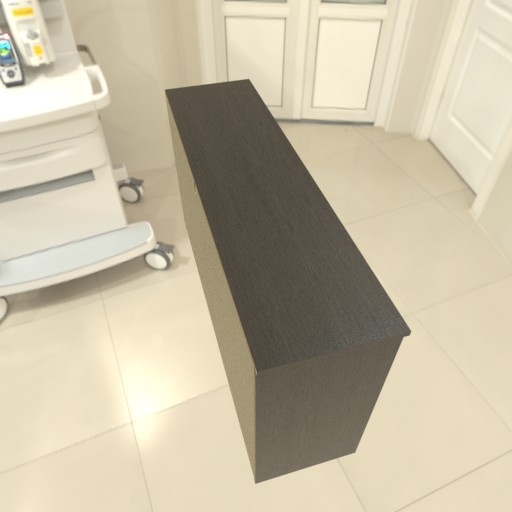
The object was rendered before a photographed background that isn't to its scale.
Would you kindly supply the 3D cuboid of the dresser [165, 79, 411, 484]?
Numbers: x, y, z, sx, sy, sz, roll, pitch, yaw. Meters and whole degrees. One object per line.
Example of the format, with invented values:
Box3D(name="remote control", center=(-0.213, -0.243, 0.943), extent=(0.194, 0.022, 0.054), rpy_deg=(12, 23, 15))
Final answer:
Box3D(name="dresser", center=(0.000, 0.000, 1.694), extent=(0.401, 0.755, 1.360), rpy_deg=(-12, 47, -11))
